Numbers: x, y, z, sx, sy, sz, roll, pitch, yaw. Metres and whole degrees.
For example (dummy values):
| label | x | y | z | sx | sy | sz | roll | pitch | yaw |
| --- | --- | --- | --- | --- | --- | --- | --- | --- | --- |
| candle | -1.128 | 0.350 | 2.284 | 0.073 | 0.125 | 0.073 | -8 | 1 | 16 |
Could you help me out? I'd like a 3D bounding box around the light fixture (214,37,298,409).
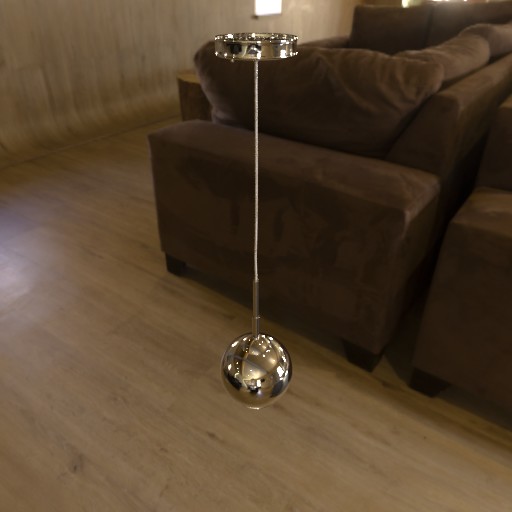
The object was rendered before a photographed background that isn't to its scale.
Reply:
| label | x | y | z | sx | sy | sz | roll | pitch | yaw |
| --- | --- | --- | --- | --- | --- | --- | --- | --- | --- |
| light fixture | 0.000 | 0.000 | 1.726 | 0.336 | 1.538 | 0.336 | -23 | 38 | -32 |
